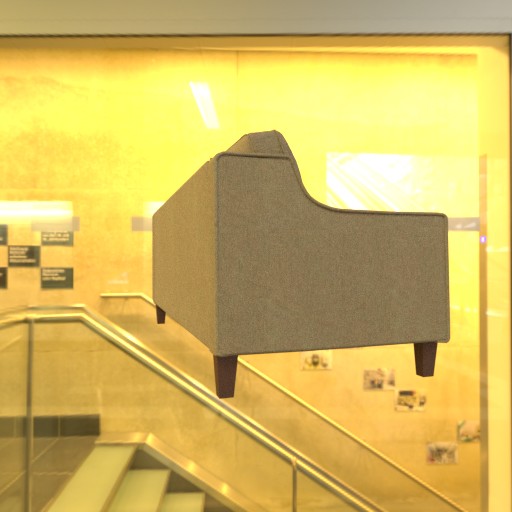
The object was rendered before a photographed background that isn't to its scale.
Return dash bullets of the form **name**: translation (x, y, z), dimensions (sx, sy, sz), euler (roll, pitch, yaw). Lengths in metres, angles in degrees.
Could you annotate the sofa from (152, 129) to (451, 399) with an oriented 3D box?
- **sofa**: translation (0.000, 0.000, 2.767), dimensions (1.073, 1.074, 2.181), euler (0, -1, -19)
